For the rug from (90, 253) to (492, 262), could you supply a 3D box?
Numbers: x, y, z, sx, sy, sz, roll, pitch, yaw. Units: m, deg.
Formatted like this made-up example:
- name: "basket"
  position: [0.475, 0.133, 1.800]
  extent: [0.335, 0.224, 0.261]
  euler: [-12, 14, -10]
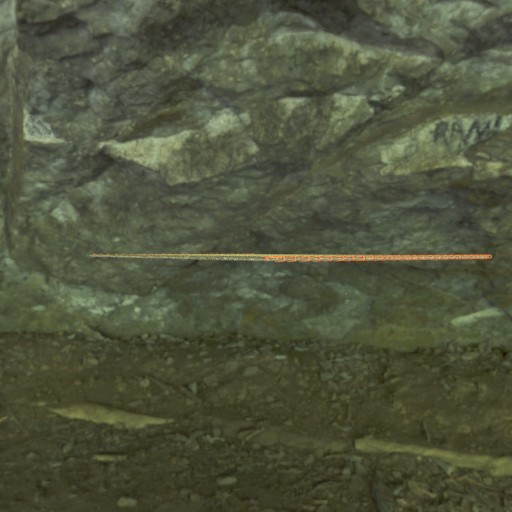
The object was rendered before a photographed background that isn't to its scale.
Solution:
- name: "rug"
  position: [0.000, 0.000, 2.302]
  extent: [1.220, 0.019, 1.838]
  euler: [0, 1, -35]
